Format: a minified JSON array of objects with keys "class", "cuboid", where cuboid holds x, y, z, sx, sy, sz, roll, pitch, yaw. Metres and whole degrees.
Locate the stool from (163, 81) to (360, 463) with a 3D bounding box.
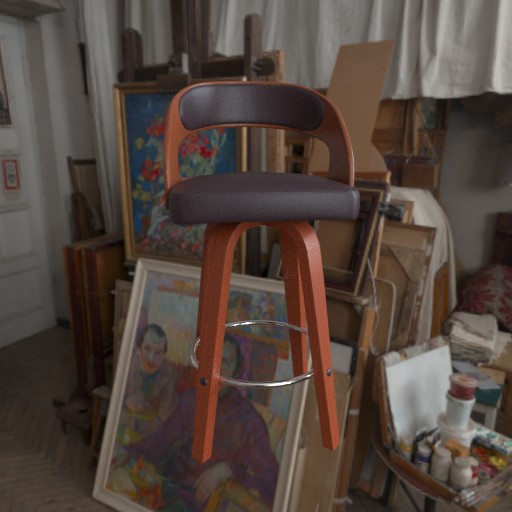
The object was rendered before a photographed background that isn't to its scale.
[{"class":"stool","cuboid":[0.000,0.000,1.202,0.457,0.940,0.457,-2,15,-8]}]
